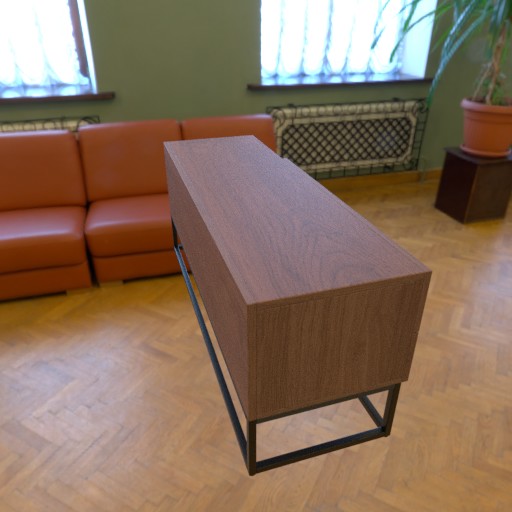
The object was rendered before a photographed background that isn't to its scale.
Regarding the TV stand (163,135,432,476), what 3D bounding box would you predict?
[{"bbox_3d":[0.000,0.000,1.486,0.415,0.500,1.200,-9,30,-15],"label":"TV stand"}]
